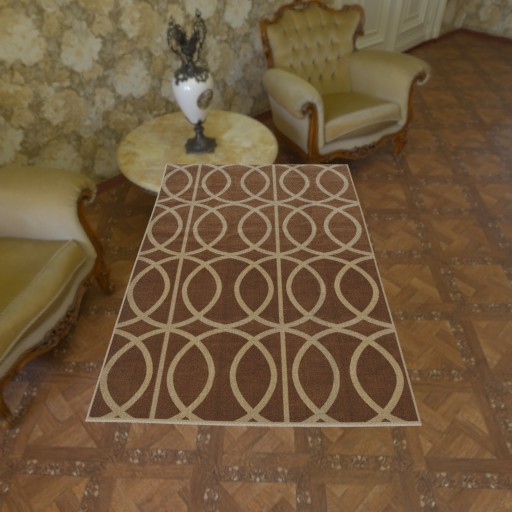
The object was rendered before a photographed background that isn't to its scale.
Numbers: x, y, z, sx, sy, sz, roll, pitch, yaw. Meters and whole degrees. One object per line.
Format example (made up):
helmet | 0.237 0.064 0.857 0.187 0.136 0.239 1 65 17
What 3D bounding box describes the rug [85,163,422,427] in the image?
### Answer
rug | 0.000 0.000 2.847 1.528 0.014 2.294 0 42 0
